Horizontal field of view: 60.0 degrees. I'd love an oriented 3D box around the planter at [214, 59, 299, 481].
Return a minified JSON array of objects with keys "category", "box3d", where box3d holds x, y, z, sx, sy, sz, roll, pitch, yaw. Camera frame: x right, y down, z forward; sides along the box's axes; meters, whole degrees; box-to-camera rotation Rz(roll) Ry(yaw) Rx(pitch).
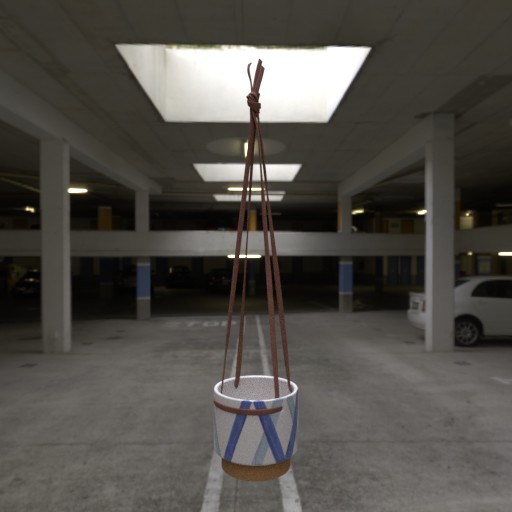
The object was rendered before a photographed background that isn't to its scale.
[{"category":"planter","box3d":[0.000,0.000,0.799,0.153,0.753,0.157,0,1,-1]}]
